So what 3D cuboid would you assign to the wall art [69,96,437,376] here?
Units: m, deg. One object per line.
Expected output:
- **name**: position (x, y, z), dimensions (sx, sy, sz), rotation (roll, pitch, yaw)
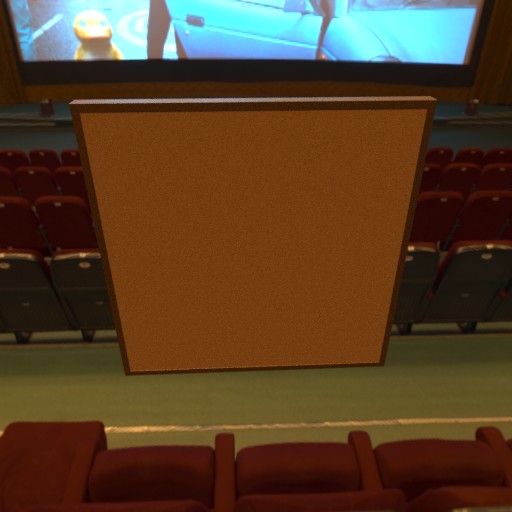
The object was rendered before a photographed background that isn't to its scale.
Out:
- **wall art**: position (0.000, 0.000, 1.125), dimensions (0.762, 0.762, 0.038), rotation (-1, 31, -2)
